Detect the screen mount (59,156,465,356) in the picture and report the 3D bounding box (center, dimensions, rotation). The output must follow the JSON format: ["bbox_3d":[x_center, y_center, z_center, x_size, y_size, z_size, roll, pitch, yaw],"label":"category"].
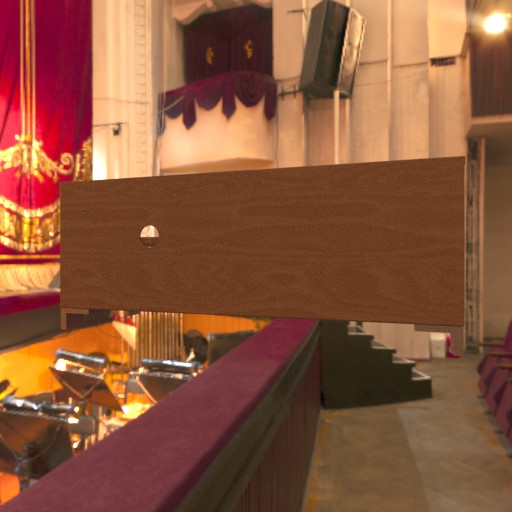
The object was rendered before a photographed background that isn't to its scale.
[{"bbox_3d":[0.000,0.000,1.314,1.084,0.432,0.406,0,0,19],"label":"screen mount"}]
